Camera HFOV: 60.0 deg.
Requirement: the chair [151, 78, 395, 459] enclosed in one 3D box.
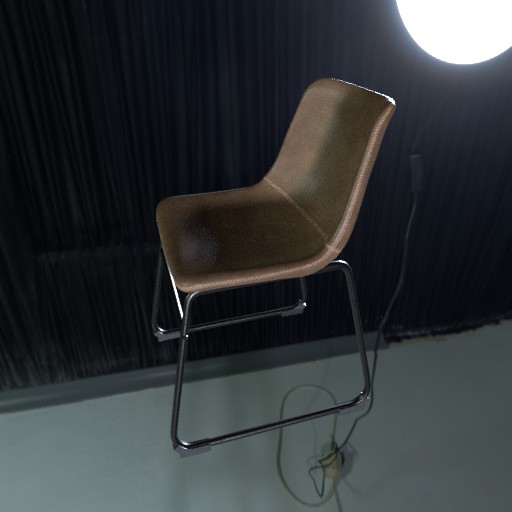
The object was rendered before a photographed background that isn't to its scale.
[{"bbox_3d":[0.000,0.000,1.119,0.551,0.780,0.460,-9,32,-15],"label":"chair"}]
